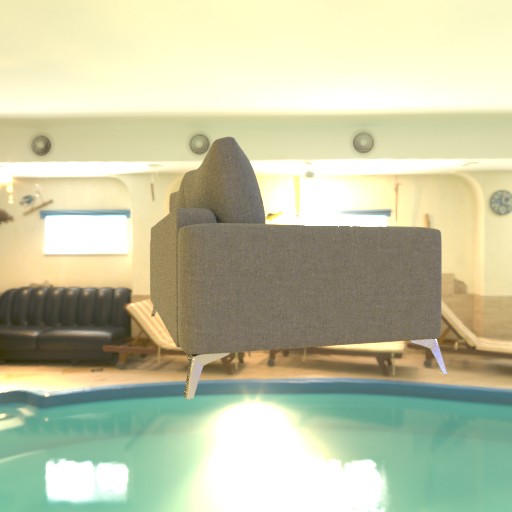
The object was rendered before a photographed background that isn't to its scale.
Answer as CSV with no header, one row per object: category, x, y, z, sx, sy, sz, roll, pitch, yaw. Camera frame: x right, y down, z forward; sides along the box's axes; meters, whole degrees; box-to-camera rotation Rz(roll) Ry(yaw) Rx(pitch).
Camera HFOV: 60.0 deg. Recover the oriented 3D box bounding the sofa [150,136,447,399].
sofa,0.000,0.000,2.151,0.920,0.790,1.650,0,1,-17
